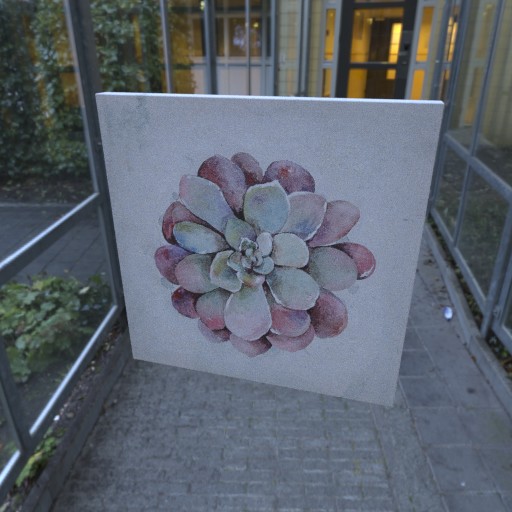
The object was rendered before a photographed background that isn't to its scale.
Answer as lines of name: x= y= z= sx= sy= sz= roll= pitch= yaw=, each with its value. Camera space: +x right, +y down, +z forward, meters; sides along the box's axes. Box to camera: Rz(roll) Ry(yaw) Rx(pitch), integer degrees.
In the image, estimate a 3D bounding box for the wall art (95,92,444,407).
wall art: x=0.000 y=0.000 z=0.891 sx=0.605 sy=0.605 sz=0.044 roll=7 pitch=26 yaw=14
